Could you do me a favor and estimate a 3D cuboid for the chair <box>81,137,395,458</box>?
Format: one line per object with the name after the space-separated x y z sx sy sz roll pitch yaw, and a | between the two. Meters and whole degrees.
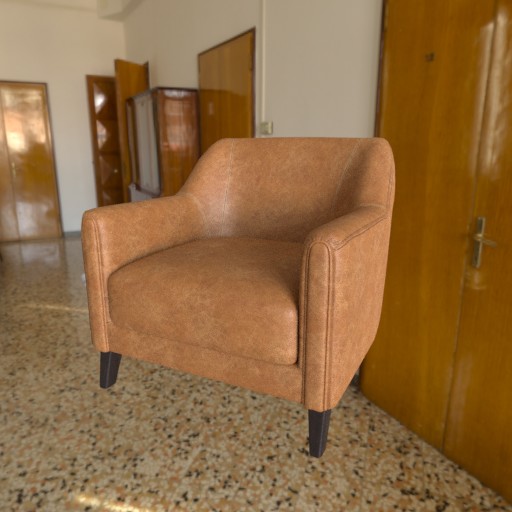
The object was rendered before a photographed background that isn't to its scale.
0.000 0.000 1.874 1.037 0.980 1.034 7 16 26 | chair
